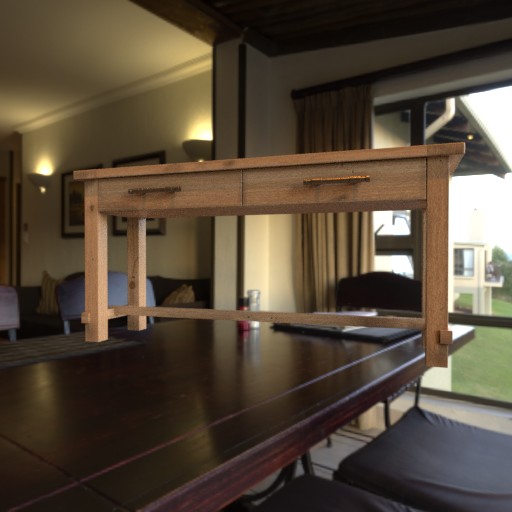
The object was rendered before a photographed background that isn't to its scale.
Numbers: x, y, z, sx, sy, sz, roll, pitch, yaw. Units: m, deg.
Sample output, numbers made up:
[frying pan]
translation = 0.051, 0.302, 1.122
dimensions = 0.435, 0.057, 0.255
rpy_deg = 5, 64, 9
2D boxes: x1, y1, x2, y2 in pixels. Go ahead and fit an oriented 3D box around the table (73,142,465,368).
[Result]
[table]
translation = 0.000, 0.000, 1.912
dimensions = 1.599, 0.762, 0.442
rpy_deg = 0, 0, 18
